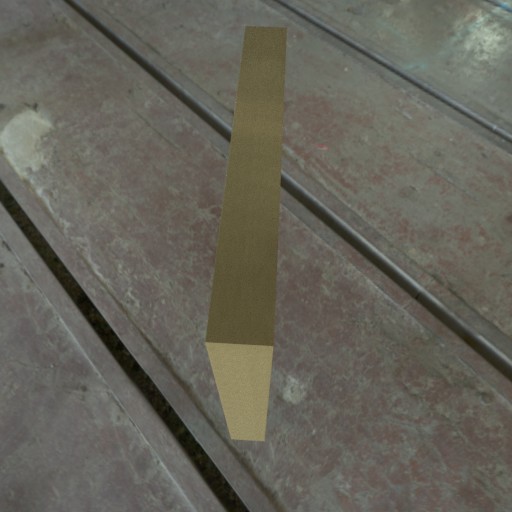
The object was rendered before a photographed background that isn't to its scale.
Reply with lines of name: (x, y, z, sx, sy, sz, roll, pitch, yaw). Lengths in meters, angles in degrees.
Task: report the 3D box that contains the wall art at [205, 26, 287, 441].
wall art: (0.000, 0.000, 0.454, 0.038, 0.305, 0.304, 3, 58, 2)
